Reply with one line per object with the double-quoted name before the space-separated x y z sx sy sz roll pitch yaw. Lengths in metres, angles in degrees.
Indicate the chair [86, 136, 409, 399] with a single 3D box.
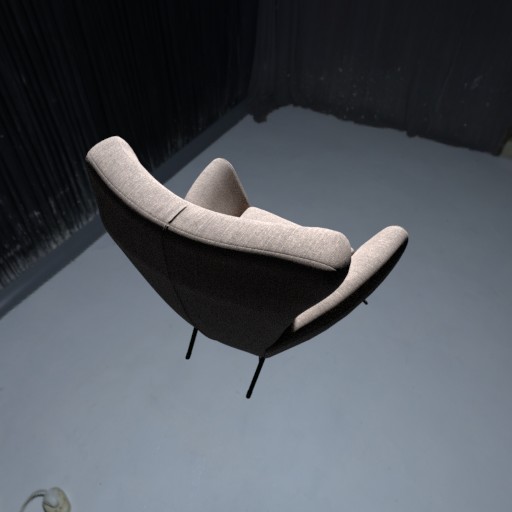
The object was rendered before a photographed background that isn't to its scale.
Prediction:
"chair" 0.000 0.000 1.770 0.980 1.040 0.900 25 52 22
